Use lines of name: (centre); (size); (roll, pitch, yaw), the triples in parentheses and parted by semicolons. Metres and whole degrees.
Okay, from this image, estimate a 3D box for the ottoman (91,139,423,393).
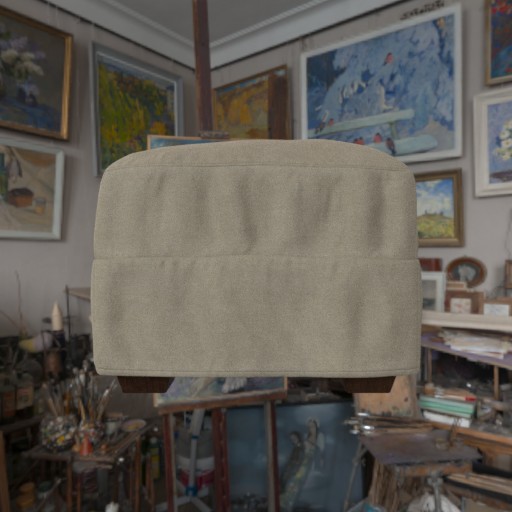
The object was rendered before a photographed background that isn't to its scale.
ottoman: (0.000, 0.000, 1.063); (0.584, 0.480, 0.712); (0, 0, 0)
